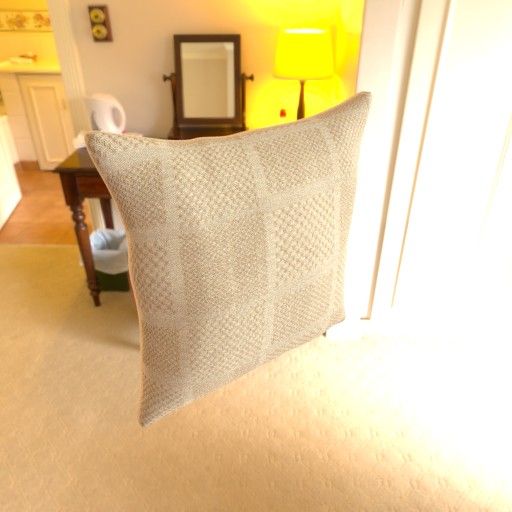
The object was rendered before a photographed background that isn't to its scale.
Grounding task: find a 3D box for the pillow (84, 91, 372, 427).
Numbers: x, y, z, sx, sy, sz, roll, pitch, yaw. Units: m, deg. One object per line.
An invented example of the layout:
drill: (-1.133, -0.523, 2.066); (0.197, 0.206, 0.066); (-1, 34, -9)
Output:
pillow: (0.000, 0.000, 0.668); (0.436, 0.432, 0.138); (-20, 35, -31)
